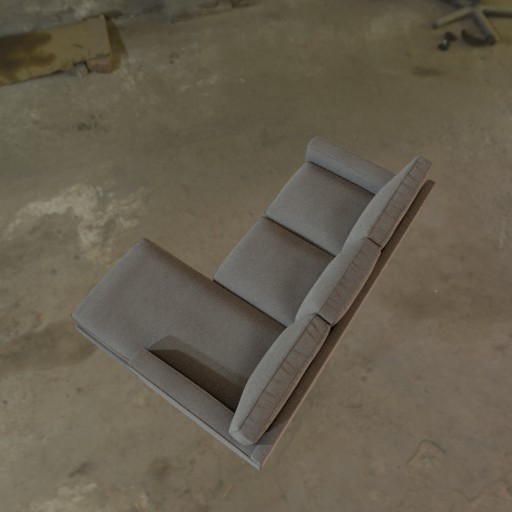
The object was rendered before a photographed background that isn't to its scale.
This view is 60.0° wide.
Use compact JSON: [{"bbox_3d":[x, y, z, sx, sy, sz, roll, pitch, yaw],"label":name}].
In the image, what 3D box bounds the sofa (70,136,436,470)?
[{"bbox_3d":[0.000,0.000,2.959,1.496,0.861,2.087,31,66,15],"label":"sofa"}]
